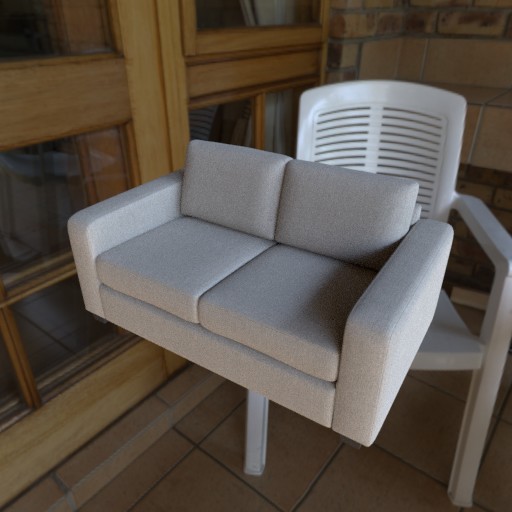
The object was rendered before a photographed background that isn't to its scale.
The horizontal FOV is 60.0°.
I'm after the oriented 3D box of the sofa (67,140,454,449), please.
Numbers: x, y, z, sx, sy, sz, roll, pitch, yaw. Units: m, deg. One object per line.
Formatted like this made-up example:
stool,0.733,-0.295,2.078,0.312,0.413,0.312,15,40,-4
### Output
sofa,0.000,0.000,2.072,1.540,0.800,0.900,18,34,28
